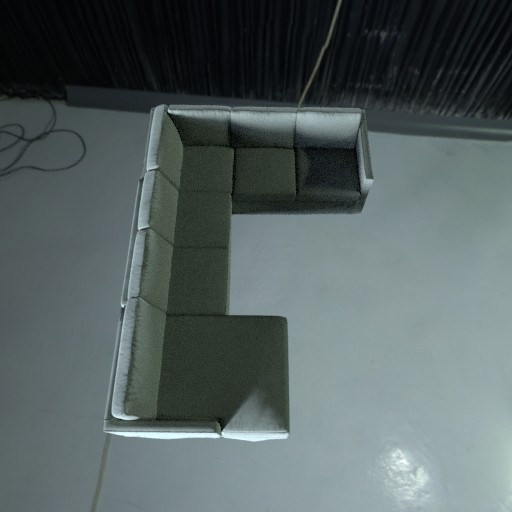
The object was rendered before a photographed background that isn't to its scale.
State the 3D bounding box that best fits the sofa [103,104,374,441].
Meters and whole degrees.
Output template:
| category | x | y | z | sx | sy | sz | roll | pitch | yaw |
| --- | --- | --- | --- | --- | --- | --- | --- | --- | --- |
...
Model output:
| category | x | y | z | sx | sy | sz | roll | pitch | yaw |
| --- | --- | --- | --- | --- | --- | --- | --- | --- | --- |
| sofa | 0.000 | 0.000 | 4.484 | 2.440 | 0.869 | 3.434 | 1 | 65 | 0 |
